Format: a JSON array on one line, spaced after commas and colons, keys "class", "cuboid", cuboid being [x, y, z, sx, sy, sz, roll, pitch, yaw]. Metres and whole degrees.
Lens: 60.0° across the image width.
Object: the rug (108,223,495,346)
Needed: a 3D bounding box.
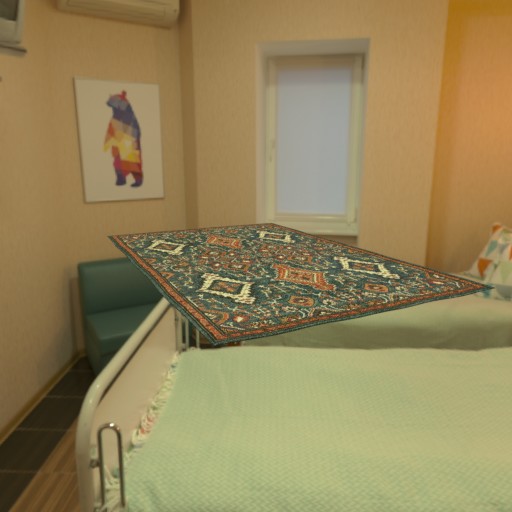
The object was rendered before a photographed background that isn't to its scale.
[{"class": "rug", "cuboid": [0.000, 0.000, 4.153, 2.190, 0.008, 3.371, -7, 15, -26]}]
